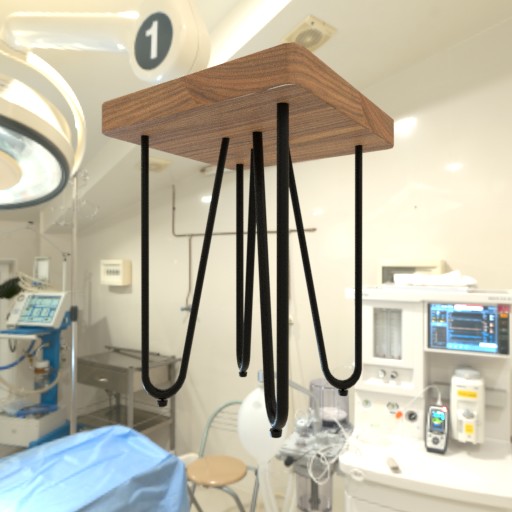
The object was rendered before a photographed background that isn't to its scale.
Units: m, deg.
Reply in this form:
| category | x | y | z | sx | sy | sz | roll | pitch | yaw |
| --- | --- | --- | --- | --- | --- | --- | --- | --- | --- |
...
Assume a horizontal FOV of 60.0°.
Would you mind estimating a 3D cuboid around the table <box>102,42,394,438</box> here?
| category | x | y | z | sx | sy | sz | roll | pitch | yaw |
| --- | --- | --- | --- | --- | --- | --- | --- | --- | --- |
| table | 0.000 | 0.000 | 0.989 | 0.480 | 0.641 | 0.479 | 0 | -1 | 35 |
